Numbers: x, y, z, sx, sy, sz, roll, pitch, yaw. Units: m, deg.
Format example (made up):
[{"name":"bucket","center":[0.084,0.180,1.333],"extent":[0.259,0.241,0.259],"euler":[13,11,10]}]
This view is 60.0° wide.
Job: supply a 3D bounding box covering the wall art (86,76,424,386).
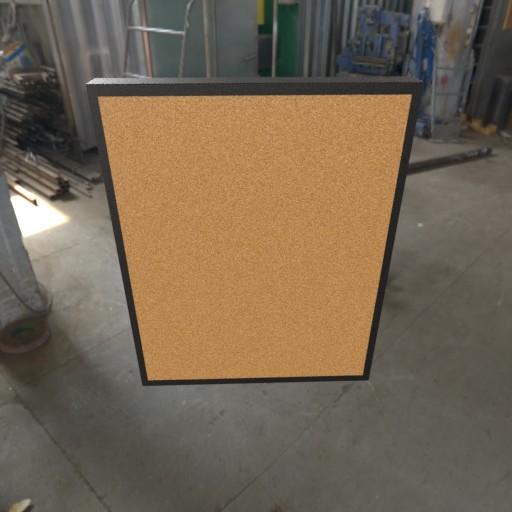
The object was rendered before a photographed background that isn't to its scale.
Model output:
[{"name":"wall art","center":[0.000,0.000,0.493],"extent":[0.294,0.369,0.030],"euler":[-1,31,-2]}]
